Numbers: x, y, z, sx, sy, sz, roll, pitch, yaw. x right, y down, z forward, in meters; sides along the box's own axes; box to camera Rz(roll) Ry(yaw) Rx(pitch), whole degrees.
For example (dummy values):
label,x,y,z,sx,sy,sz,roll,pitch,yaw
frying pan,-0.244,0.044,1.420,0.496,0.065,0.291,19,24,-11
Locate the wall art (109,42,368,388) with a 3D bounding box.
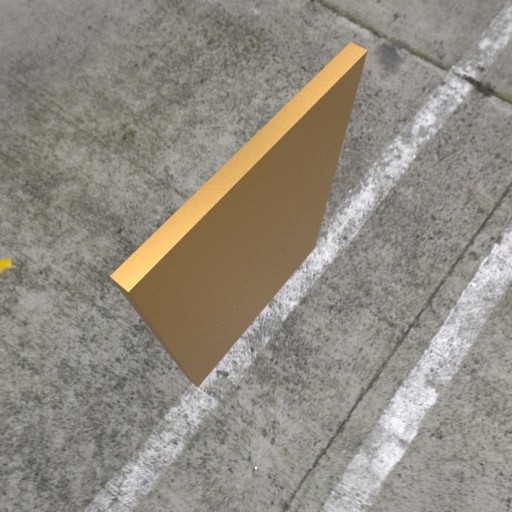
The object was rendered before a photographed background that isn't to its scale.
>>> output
label,x,y,z,sx,sy,sz,roll,pitch,yaw
wall art,0.000,0.000,1.085,0.038,0.812,0.610,36,70,16
